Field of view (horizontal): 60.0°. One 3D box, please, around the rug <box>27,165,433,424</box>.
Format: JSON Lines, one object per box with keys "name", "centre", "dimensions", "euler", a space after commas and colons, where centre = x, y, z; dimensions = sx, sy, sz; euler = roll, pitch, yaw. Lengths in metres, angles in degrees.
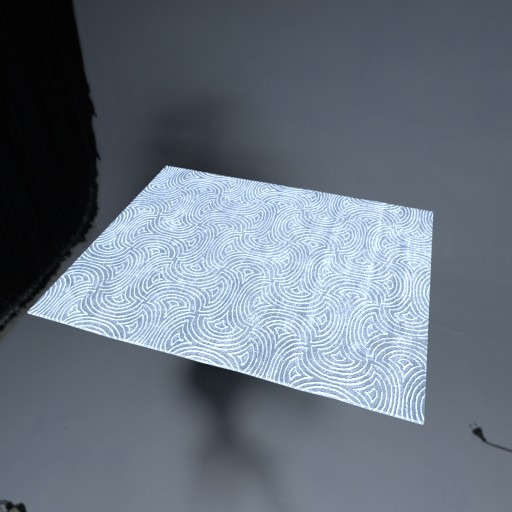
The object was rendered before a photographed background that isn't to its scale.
{"name": "rug", "centre": [0.000, 0.000, 4.051], "dimensions": [3.042, 0.021, 2.456], "euler": [12, 42, 14]}
